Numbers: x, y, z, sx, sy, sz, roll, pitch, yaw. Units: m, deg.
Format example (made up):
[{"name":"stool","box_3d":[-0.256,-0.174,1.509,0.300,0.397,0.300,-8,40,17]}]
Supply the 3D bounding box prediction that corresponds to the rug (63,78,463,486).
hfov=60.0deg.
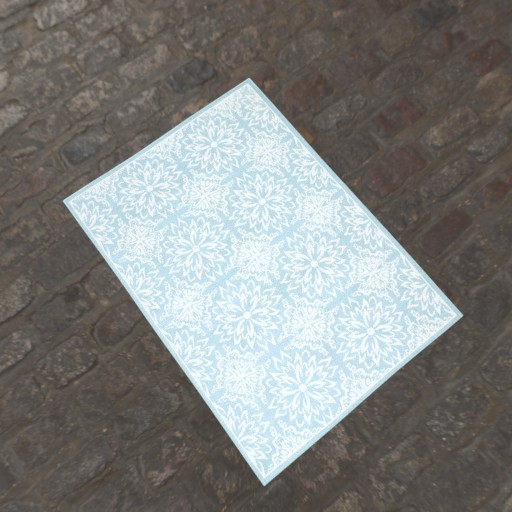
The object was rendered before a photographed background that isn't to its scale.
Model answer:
[{"name":"rug","box_3d":[0.000,0.000,2.882,1.589,0.014,2.205,-37,78,-10]}]
